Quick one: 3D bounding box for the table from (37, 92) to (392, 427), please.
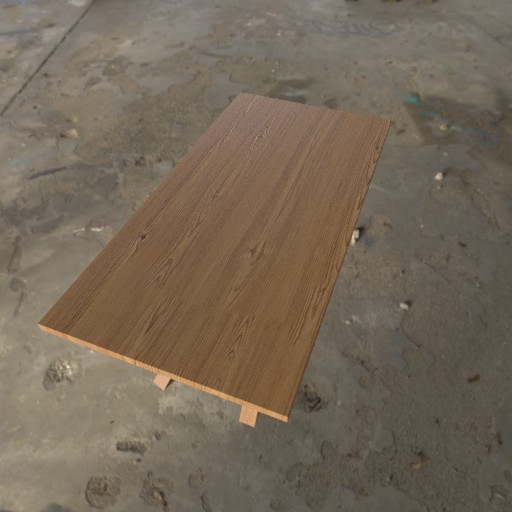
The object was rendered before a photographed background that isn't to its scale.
[{"bbox_3d":[0.000,0.000,2.245,0.901,0.750,1.797,16,49,14],"label":"table"}]
